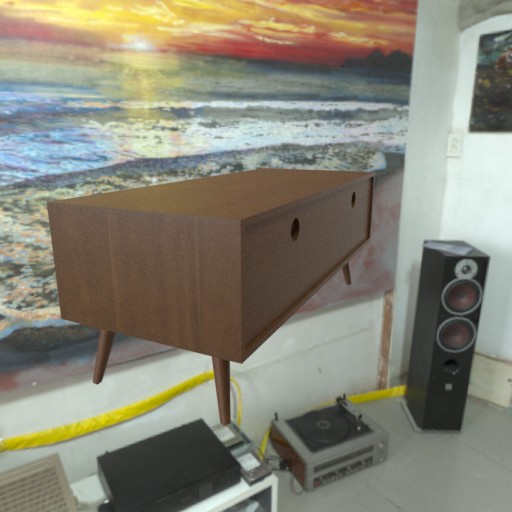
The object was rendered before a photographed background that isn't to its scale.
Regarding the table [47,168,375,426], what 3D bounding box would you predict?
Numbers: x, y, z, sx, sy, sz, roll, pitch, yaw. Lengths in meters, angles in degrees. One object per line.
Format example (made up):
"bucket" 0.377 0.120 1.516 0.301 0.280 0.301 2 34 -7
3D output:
"table" 0.000 0.000 1.414 0.490 0.464 1.119 7 17 25
